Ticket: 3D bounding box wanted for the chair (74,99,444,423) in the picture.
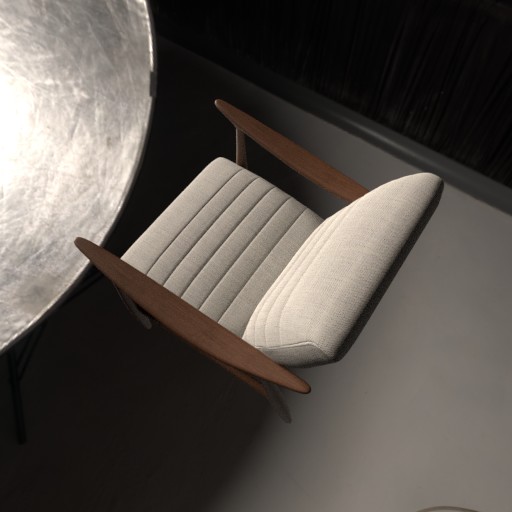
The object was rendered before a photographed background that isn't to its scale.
[{"bbox_3d":[0.000,0.000,1.446,0.798,0.832,0.741,32,67,15],"label":"chair"}]
